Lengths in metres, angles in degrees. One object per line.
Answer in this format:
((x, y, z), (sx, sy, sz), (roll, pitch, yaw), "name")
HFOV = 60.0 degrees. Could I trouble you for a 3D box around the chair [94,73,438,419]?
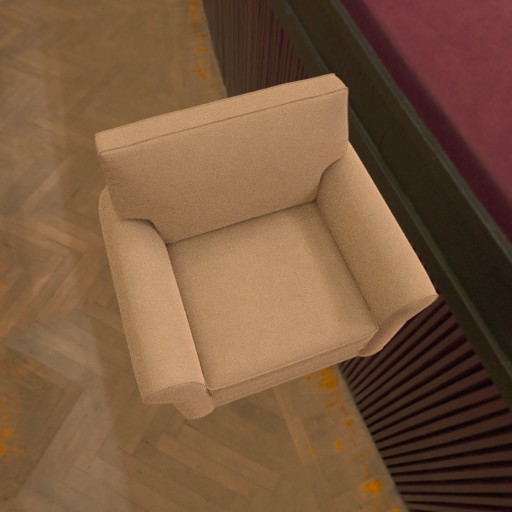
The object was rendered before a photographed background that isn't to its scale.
((0.000, 0.000, 1.706), (1.040, 0.955, 0.863), (-17, 64, -9), "chair")
